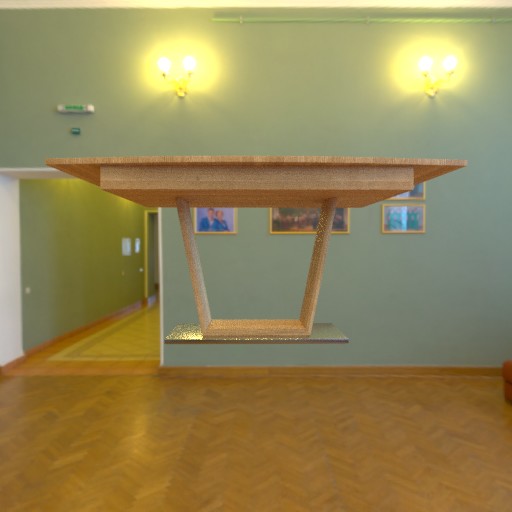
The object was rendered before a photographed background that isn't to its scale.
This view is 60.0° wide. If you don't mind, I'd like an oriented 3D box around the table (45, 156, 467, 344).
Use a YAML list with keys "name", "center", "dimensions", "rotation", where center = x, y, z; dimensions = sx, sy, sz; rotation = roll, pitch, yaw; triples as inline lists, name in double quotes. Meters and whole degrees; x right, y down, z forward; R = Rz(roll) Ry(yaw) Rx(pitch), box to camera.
- name: "table"
  center: [0.000, 0.000, 2.070]
  dimensions: [1.598, 0.748, 0.900]
  rotation: [0, 1, -1]
